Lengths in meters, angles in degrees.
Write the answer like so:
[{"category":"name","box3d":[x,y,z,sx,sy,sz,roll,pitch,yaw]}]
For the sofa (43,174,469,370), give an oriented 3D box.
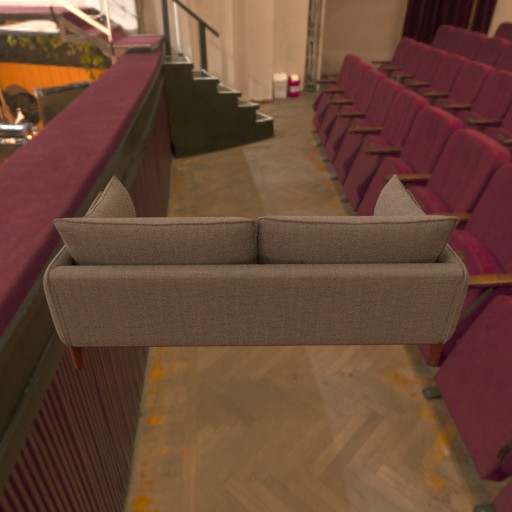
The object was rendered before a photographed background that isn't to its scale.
[{"category":"sofa","box3d":[0.000,0.000,2.475,1.989,0.851,0.972,0,32,-1]}]
